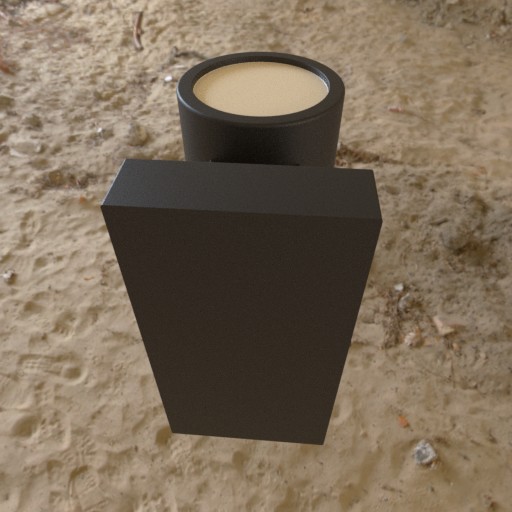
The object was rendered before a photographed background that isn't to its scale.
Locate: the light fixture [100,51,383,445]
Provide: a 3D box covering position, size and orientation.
[{"bbox_3d":[0.000,0.000,0.255,0.098,0.179,0.138,3,45,3],"label":"light fixture"}]
